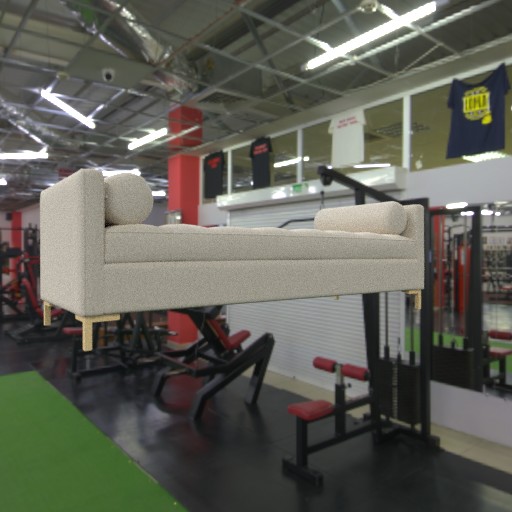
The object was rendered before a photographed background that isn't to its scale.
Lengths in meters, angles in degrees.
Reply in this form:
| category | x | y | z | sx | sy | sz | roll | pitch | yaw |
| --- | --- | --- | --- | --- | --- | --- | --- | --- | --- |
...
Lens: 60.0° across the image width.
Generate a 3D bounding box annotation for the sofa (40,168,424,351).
| category | x | y | z | sx | sy | sz | roll | pitch | yaw |
| --- | --- | --- | --- | --- | --- | --- | --- | --- | --- |
| sofa | 0.000 | 0.000 | 2.361 | 1.985 | 0.641 | 0.746 | 0 | 0 | -36 |
